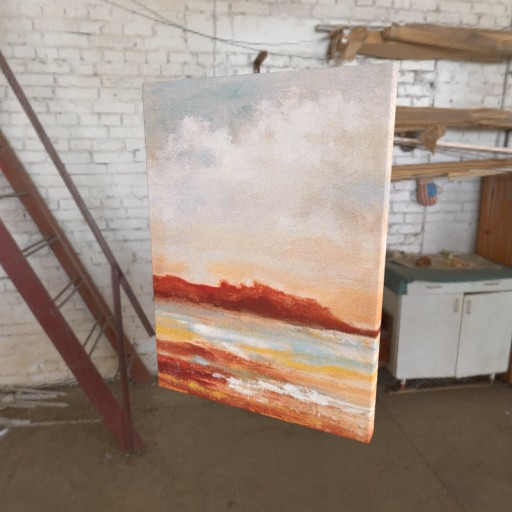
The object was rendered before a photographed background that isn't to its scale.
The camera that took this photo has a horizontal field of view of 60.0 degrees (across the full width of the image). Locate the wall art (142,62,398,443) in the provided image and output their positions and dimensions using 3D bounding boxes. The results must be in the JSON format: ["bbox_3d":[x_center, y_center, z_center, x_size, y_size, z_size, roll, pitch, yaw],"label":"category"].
[{"bbox_3d":[0.000,0.000,0.791,0.443,0.605,0.035,6,15,25],"label":"wall art"}]
